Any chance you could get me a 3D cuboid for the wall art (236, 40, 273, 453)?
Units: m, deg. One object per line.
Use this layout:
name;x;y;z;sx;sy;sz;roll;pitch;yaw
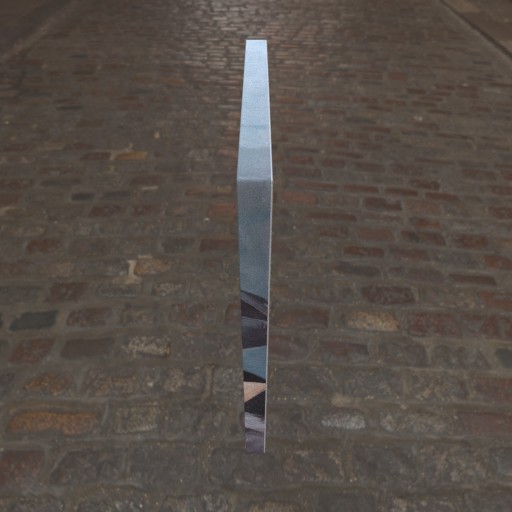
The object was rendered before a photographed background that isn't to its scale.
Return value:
wall art;0.000;0.000;0.812;0.037;0.613;0.455;0;42;0
